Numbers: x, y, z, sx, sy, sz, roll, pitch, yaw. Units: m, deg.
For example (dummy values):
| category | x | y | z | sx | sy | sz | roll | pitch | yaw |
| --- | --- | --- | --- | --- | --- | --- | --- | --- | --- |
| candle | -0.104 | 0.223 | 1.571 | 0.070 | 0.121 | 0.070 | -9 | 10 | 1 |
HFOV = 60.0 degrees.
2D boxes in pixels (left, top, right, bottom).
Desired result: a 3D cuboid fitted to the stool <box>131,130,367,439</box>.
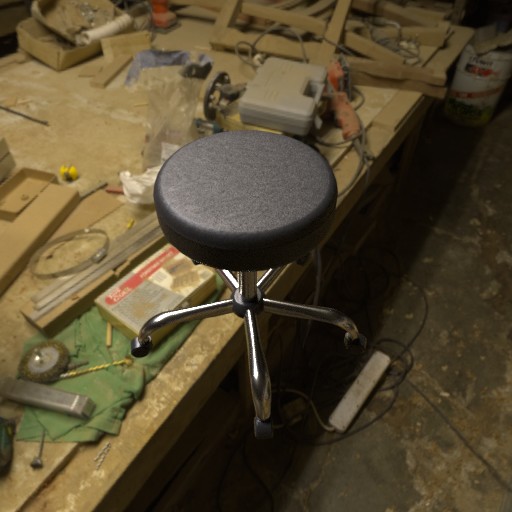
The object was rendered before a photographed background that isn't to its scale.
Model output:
| category | x | y | z | sx | sy | sz | roll | pitch | yaw |
| --- | --- | --- | --- | --- | --- | --- | --- | --- | --- |
| stool | 0.000 | 0.000 | 1.188 | 0.673 | 0.576 | 0.638 | 26 | 52 | 23 |
